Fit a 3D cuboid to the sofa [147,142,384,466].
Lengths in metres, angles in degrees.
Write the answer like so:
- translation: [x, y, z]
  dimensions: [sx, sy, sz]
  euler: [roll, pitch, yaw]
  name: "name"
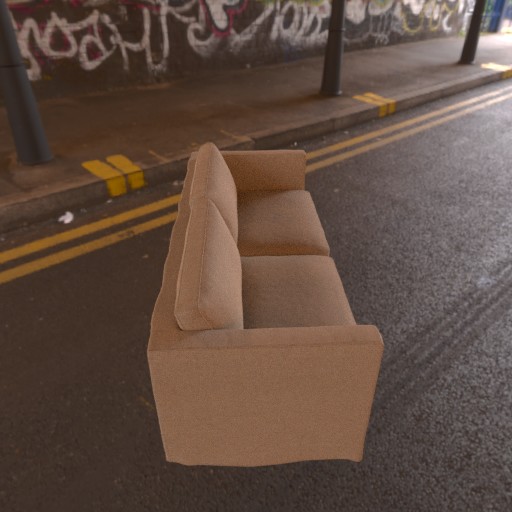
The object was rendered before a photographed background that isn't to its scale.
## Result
- translation: [0.000, 0.000, 2.785]
  dimensions: [0.956, 0.847, 2.296]
  euler: [-1, 32, -2]
  name: "sofa"
